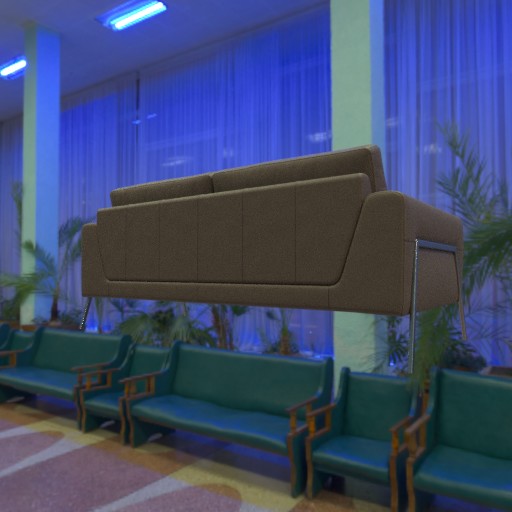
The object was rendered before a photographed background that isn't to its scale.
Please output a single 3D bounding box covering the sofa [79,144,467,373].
[{"bbox_3d":[0.000,0.000,2.515,2.017,0.875,0.953,-1,-2,36],"label":"sofa"}]
